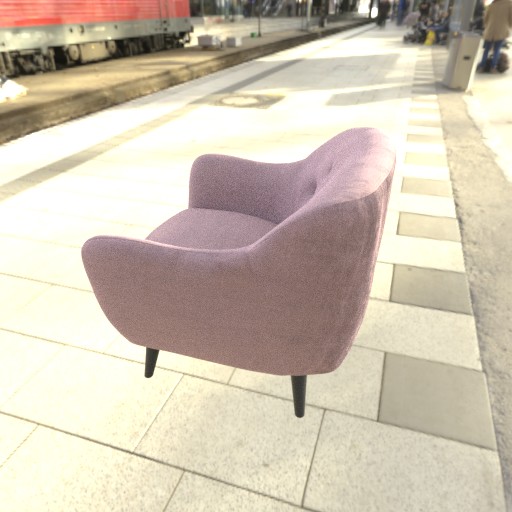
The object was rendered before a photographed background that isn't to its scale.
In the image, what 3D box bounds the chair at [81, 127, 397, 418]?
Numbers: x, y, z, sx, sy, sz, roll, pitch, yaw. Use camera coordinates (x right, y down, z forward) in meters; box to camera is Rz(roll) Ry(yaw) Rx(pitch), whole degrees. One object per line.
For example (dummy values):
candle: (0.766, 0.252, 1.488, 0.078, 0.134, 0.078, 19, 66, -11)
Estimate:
chair: (0.000, 0.000, 1.529, 0.820, 0.820, 0.840, 8, 31, 14)
